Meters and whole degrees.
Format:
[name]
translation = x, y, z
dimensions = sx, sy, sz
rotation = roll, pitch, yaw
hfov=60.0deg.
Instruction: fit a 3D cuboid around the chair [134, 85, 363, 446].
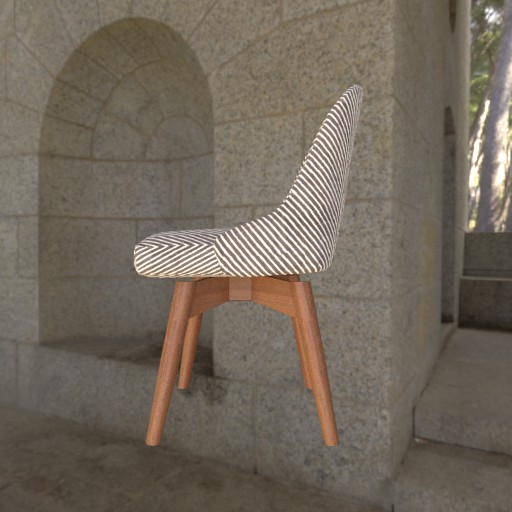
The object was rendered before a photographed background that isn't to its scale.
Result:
[chair]
translation = 0.000, 0.000, 1.260
dimensions = 0.591, 0.883, 0.504
rotation = 0, 1, 0
